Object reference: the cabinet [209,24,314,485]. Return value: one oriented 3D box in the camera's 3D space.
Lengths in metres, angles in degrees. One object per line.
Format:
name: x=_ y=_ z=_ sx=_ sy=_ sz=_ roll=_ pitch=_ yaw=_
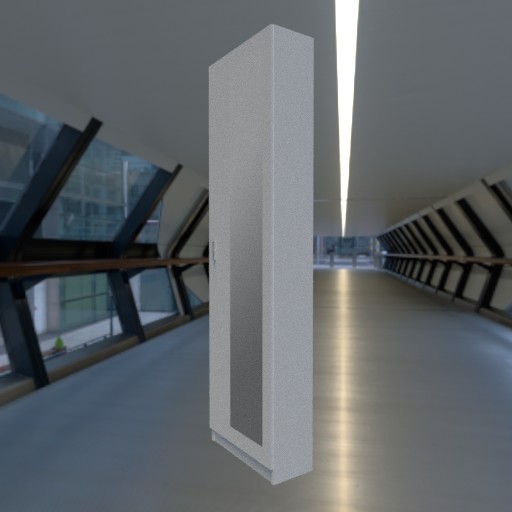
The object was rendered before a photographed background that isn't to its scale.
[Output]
cabinet: x=0.000 y=0.000 z=1.976 sx=0.230 sy=1.790 sz=0.500 roll=-1 pitch=2 yaw=-34
